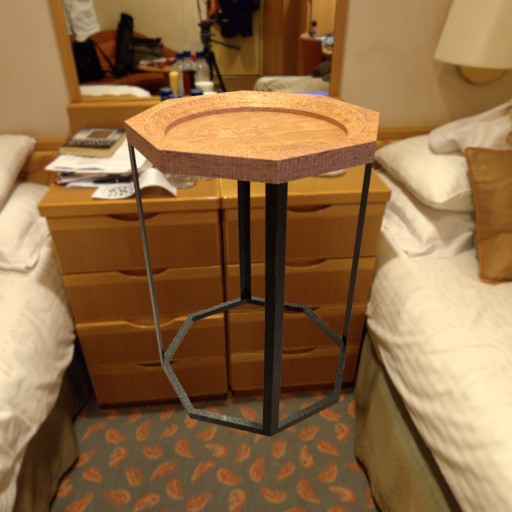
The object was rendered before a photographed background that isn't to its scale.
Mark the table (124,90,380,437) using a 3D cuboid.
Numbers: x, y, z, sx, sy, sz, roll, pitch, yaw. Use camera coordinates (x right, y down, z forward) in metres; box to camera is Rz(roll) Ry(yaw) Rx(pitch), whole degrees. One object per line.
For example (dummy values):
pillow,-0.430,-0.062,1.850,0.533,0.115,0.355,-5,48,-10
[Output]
table,0.000,0.000,0.895,0.437,0.553,0.437,22,38,31
